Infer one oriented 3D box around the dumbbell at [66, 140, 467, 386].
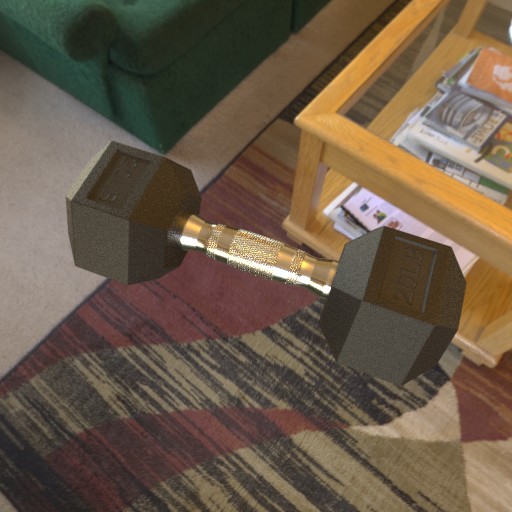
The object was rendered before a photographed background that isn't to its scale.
[{"bbox_3d":[0.000,0.000,0.348,0.297,0.101,0.116,19,65,9],"label":"dumbbell"}]
